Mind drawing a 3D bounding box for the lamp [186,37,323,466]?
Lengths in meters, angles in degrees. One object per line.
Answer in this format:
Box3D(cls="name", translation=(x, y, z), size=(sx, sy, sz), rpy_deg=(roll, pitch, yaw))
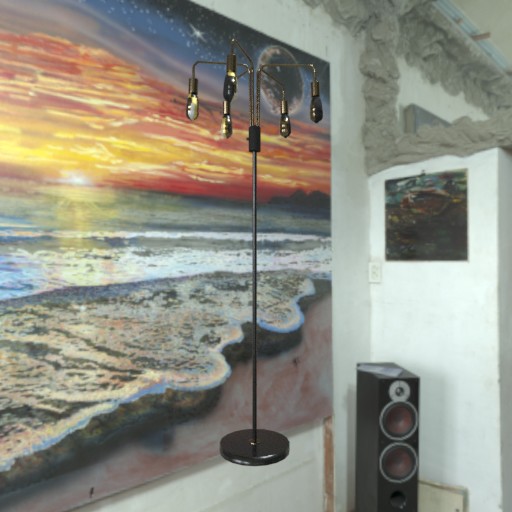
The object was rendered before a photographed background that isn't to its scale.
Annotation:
Box3D(cls="lamp", translation=(0.000, 0.000, 1.968), size=(0.572, 1.721, 0.599), rpy_deg=(0, -1, 18))
